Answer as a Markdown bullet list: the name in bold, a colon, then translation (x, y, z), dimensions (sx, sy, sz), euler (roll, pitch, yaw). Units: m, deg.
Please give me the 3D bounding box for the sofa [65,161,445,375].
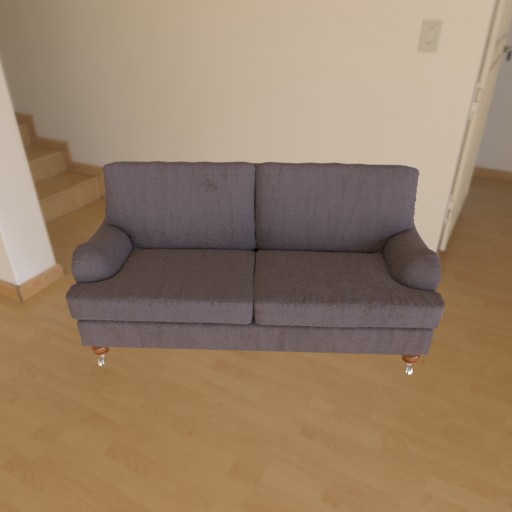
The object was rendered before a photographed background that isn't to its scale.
- **sofa**: translation (0.000, 0.000, 2.898), dimensions (2.165, 1.087, 1.086), euler (1, 31, 2)
